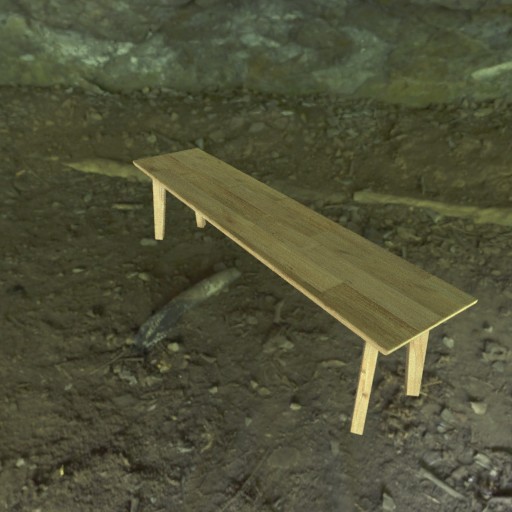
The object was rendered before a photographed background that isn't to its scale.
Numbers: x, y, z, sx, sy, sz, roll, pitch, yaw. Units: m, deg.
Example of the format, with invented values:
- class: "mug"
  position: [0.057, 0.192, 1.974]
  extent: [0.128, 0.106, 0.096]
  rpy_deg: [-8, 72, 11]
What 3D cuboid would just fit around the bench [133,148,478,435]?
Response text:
- class: "bench"
  position: [0.000, 0.000, 1.886]
  extent: [0.378, 0.431, 1.698]
  rpy_deg: [-20, 36, -29]
